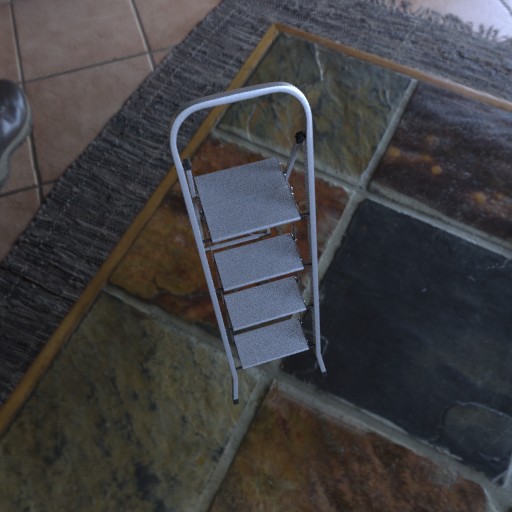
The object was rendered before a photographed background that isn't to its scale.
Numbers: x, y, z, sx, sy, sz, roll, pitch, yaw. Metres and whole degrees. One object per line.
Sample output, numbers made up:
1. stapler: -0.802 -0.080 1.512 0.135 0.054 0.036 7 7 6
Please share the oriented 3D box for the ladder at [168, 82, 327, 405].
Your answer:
1. ladder: 0.000 0.000 1.683 0.465 1.290 0.830 -15 66 -7
